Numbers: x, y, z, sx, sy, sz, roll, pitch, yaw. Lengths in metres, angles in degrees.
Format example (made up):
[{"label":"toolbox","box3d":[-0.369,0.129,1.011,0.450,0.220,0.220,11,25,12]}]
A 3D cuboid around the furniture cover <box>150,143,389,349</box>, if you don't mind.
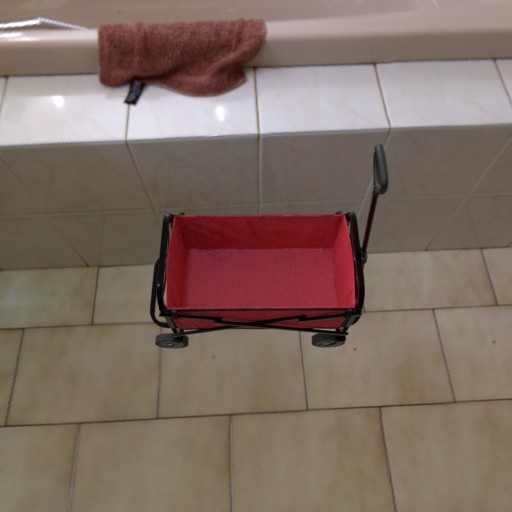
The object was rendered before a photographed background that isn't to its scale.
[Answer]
[{"label":"furniture cover","box3d":[0.000,0.000,1.877,1.038,1.295,0.532,0,64,0]}]
